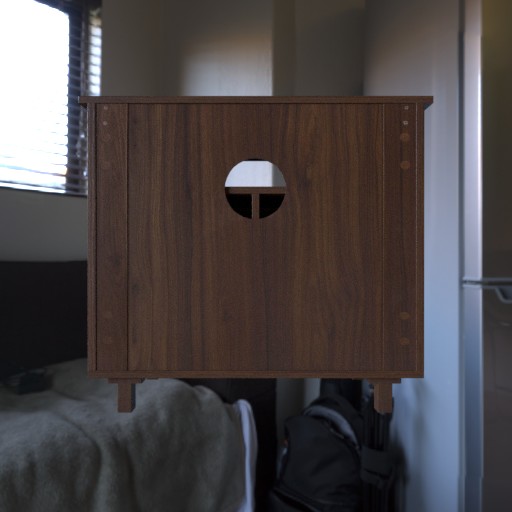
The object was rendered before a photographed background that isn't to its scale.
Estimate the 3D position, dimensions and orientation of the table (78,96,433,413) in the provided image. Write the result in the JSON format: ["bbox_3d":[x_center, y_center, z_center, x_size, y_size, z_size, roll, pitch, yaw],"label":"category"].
[{"bbox_3d":[0.000,0.000,1.197,0.802,0.725,0.390,0,0,0],"label":"table"}]
